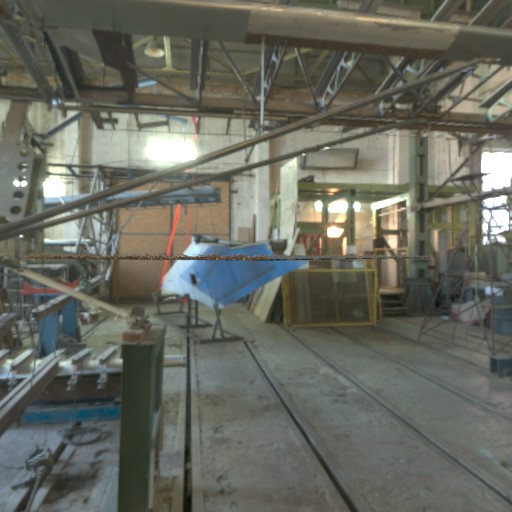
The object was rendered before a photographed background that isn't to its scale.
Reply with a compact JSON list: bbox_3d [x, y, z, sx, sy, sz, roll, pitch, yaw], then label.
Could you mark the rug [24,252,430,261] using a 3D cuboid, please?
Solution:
[{"bbox_3d":[0.000,0.000,4.300,2.418,0.047,3.307,0,0,36],"label":"rug"}]
